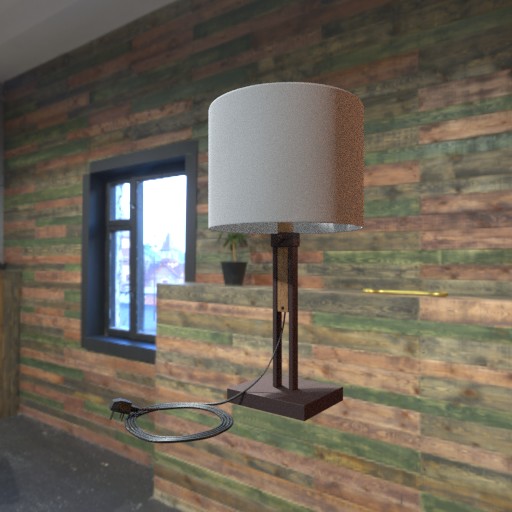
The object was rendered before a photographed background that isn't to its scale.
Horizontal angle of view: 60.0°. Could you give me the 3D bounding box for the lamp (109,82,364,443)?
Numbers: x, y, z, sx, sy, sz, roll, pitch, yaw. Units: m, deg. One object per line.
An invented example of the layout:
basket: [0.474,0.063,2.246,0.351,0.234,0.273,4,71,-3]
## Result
lamp: [0.000,0.000,0.972,0.396,0.668,0.525,-1,-1,37]
